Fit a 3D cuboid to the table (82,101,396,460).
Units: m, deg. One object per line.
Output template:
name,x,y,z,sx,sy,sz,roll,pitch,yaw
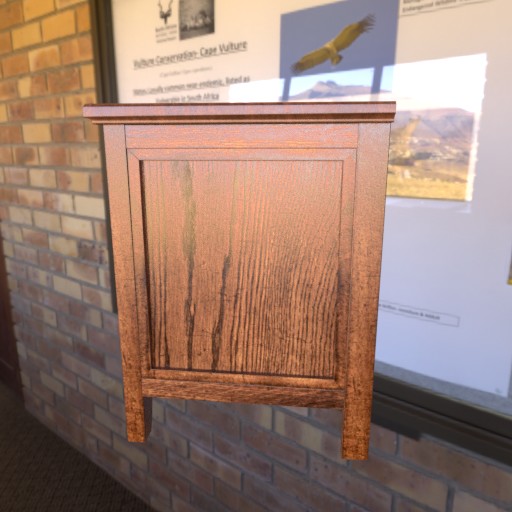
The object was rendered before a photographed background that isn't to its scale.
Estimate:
table,0.000,0.000,0.991,0.461,0.597,0.586,2,13,7
